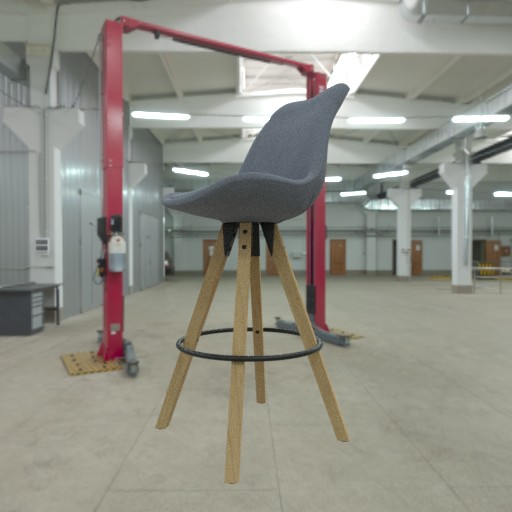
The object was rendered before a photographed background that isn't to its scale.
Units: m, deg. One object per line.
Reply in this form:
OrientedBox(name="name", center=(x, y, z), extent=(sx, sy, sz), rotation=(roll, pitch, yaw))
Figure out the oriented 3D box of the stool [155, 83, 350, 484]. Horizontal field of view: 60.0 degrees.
OrientedBox(name="stool", center=(0.000, 0.000, 1.398), extent=(0.550, 1.115, 0.485), rotation=(-1, 1, -36))
